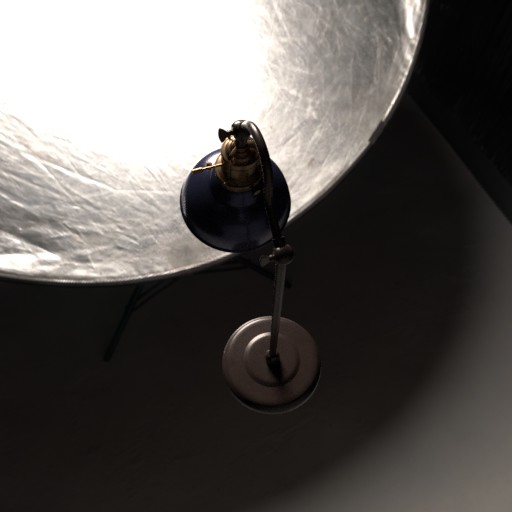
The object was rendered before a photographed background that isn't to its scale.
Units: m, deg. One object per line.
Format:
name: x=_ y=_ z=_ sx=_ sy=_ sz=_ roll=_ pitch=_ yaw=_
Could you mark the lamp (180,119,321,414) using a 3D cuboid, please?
lamp: x=0.000 y=0.000 z=0.695 sx=0.192 sy=0.508 sz=0.374 roll=-17 pitch=59 yaw=-10
